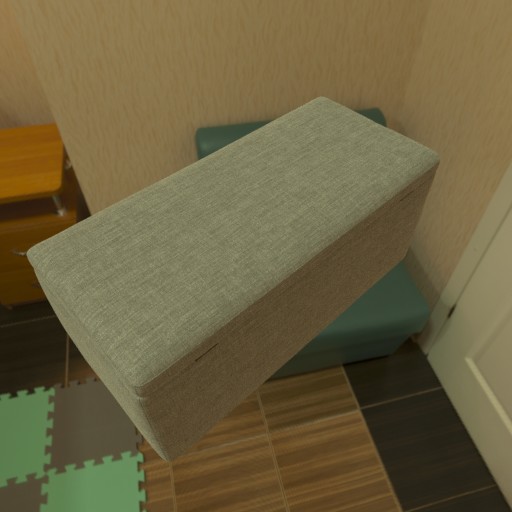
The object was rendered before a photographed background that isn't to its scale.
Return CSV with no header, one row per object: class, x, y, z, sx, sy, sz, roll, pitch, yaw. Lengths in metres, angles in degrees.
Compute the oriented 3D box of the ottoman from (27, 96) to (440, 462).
ottoman,0.000,0.000,1.112,0.902,0.432,0.419,-35,57,-27
